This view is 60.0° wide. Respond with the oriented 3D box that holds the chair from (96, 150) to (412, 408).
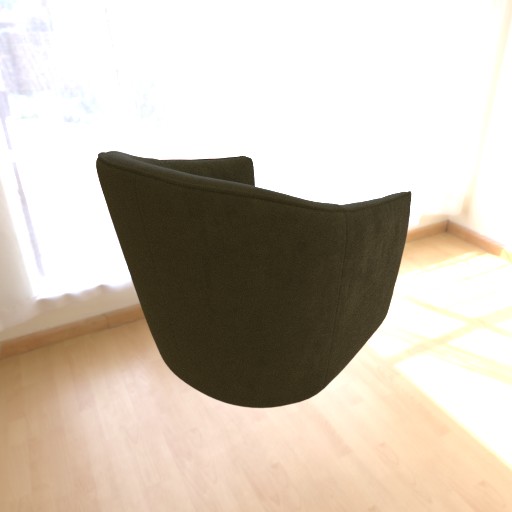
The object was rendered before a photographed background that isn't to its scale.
[{"bbox_3d":[0.000,0.000,1.447,0.747,0.799,0.875,20,34,32],"label":"chair"}]
